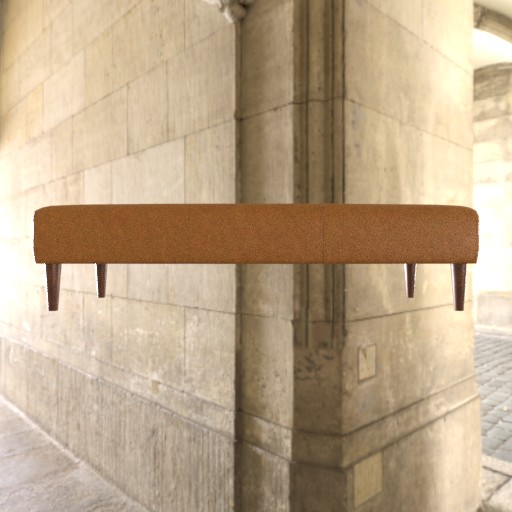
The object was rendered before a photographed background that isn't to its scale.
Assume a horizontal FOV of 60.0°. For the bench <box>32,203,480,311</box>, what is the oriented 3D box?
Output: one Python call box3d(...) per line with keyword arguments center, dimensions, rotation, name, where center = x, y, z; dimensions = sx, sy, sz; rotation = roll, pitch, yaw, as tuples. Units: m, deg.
box3d(center=(0.000, 0.000, 1.874), dimensions=(1.610, 0.399, 0.653), rotation=(0, 0, 0), name="bench")
